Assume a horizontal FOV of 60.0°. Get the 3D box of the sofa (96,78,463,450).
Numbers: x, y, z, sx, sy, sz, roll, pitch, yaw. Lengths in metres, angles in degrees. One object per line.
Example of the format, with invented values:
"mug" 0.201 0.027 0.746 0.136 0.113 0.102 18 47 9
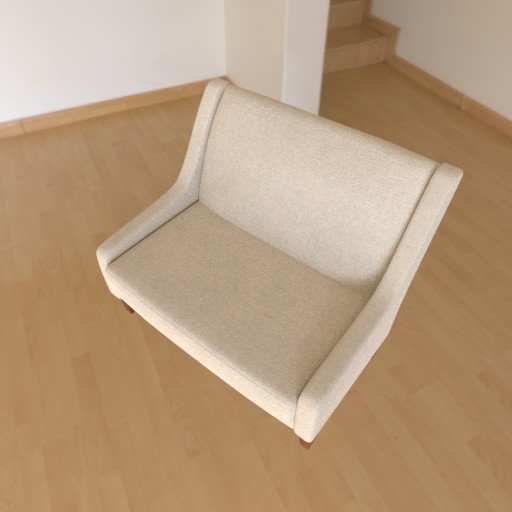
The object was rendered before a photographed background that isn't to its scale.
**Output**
"sofa" 0.000 0.000 1.955 1.212 0.976 0.946 30 53 26
